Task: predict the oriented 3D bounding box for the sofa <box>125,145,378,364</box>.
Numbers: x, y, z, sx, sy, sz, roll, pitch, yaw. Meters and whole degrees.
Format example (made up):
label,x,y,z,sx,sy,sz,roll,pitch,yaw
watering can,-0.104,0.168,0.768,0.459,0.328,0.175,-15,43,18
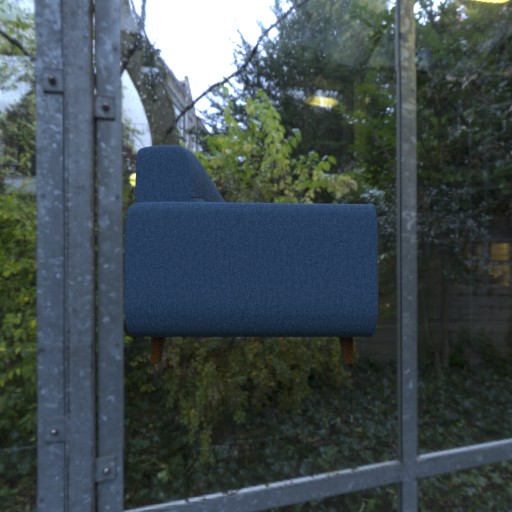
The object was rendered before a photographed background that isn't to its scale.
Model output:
label,x,y,z,sx,sy,sz,roll,pitch,yaw
sofa,0.000,0.000,2.630,0.942,0.884,2.055,0,-1,1
